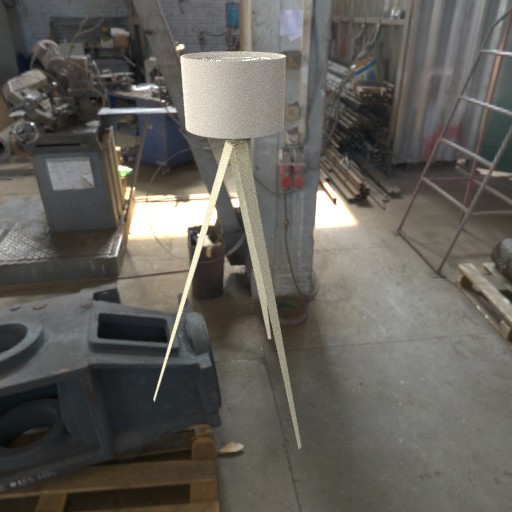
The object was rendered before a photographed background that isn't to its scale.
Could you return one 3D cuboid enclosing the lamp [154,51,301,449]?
[{"bbox_3d":[0.000,0.000,1.844,0.716,1.524,0.724,20,35,32],"label":"lamp"}]
